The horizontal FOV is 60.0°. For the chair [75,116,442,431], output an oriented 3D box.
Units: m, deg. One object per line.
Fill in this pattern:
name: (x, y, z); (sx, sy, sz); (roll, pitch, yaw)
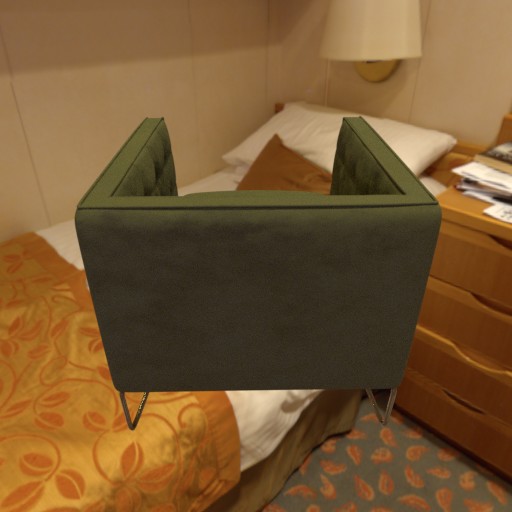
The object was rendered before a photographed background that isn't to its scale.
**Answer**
chair: (0.000, 0.000, 1.577); (0.880, 0.790, 0.894); (-1, 31, -1)
